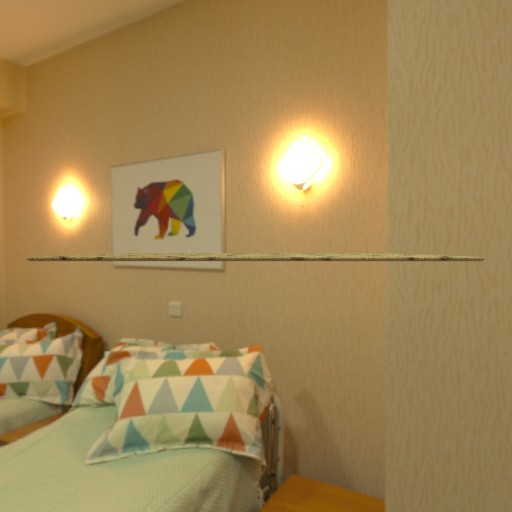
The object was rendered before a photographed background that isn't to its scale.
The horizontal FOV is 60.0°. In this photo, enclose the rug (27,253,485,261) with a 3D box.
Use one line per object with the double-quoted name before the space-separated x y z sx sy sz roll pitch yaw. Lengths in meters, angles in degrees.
"rug" 0.000 0.000 4.067 3.000 0.026 2.399 0 1 0
